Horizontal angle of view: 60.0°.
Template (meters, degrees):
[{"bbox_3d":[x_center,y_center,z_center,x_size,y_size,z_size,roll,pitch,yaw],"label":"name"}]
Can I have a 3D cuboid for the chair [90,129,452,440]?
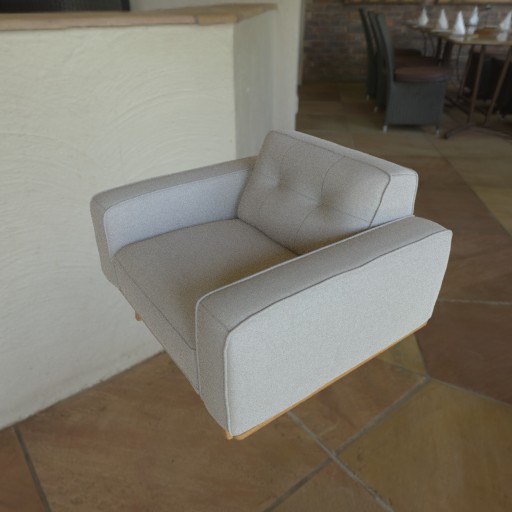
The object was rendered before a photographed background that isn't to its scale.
[{"bbox_3d":[0.000,0.000,1.769,0.953,0.779,1.115,-20,36,-30],"label":"chair"}]
